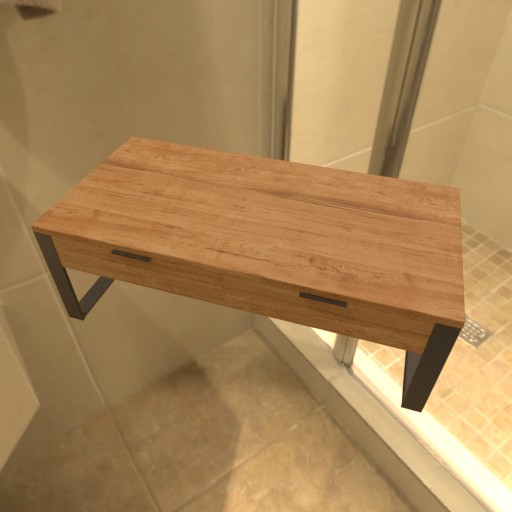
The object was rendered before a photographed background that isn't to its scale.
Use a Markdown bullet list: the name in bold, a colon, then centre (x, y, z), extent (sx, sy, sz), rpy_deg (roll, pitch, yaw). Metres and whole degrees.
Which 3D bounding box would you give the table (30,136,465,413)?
- **table**: centre (0.000, 0.000, 1.476), extent (1.180, 0.400, 0.590), rpy_deg (12, 43, 13)
